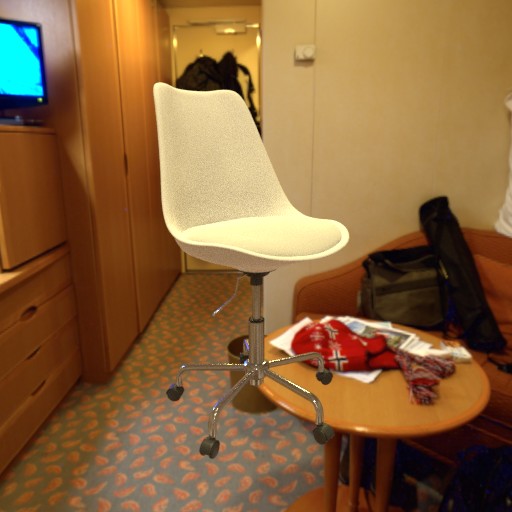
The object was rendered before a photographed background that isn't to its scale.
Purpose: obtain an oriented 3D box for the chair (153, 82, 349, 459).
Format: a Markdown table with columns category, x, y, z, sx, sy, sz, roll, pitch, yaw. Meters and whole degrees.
| category | x | y | z | sx | sy | sz | roll | pitch | yaw |
| --- | --- | --- | --- | --- | --- | --- | --- | --- | --- |
| chair | 0.000 | 0.000 | 1.238 | 0.550 | 0.930 | 0.550 | 14 | 20 | 43 |
